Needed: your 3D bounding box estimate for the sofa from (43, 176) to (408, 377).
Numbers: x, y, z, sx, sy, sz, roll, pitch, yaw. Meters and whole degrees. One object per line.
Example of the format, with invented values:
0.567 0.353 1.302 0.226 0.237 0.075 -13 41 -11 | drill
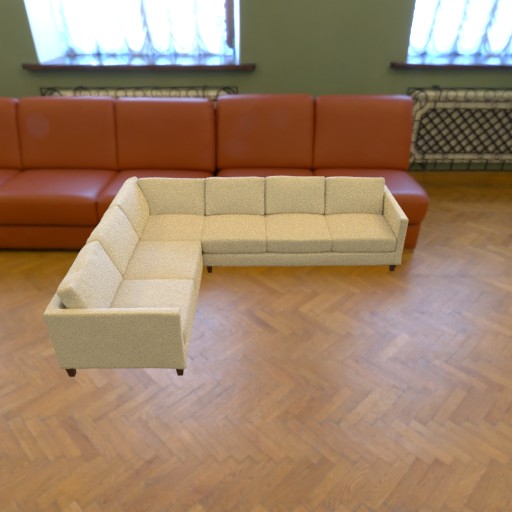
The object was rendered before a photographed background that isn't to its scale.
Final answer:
0.000 0.000 4.424 3.182 0.863 2.432 0 32 -1 | sofa
